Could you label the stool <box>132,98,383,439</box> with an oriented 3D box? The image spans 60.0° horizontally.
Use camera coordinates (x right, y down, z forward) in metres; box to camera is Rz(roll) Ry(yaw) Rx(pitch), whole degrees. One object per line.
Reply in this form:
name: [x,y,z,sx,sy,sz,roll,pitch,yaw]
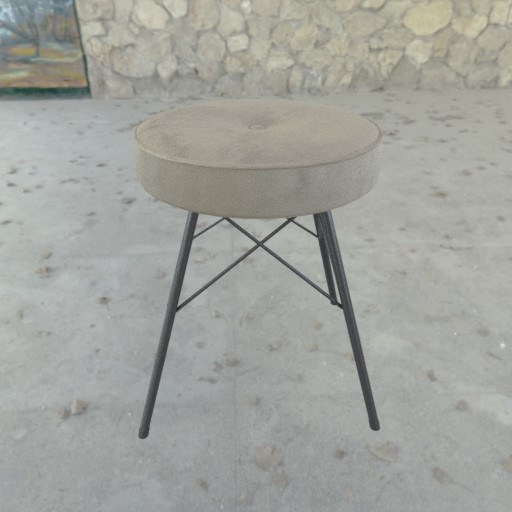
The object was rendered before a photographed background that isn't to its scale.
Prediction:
stool: [0.000,0.000,0.871,0.457,0.538,0.423,-1,30,-2]
